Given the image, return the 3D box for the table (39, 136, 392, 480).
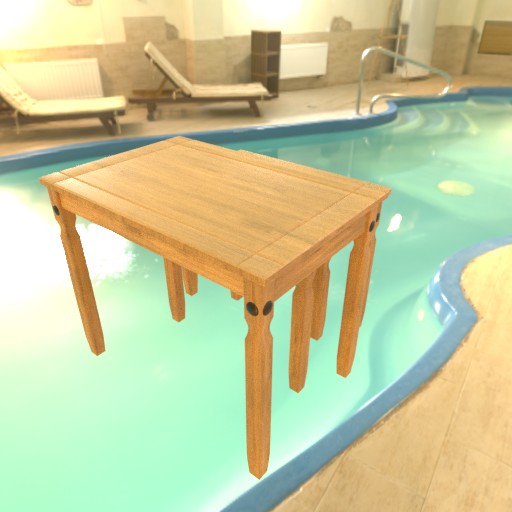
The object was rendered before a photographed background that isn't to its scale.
[{"bbox_3d":[0.000,0.000,1.236,0.660,0.535,0.773,23,38,33],"label":"table"}]
